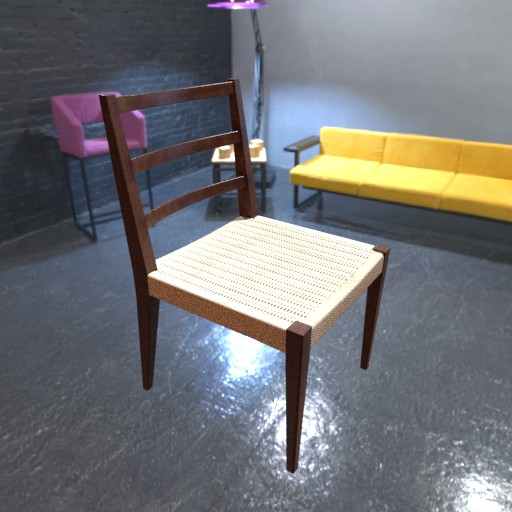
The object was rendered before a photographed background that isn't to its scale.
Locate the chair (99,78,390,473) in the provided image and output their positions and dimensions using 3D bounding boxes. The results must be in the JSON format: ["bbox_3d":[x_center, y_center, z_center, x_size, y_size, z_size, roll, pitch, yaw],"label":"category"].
[{"bbox_3d":[0.000,0.000,1.162,0.551,0.813,0.480,17,32,31],"label":"chair"}]
